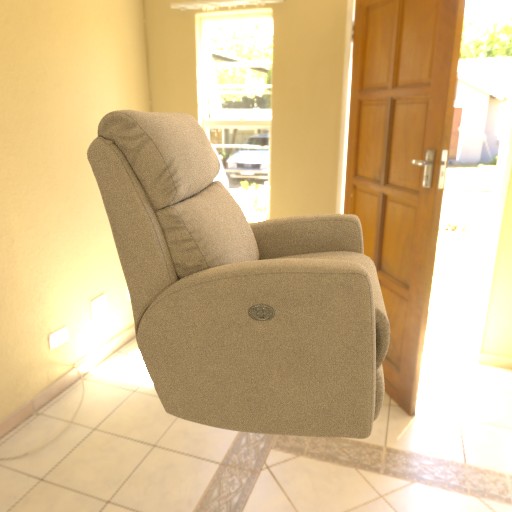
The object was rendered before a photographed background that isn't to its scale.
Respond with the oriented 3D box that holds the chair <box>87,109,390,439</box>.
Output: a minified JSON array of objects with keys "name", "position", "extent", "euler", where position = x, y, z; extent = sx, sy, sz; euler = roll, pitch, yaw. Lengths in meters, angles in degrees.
[{"name":"chair","position":[0.000,0.000,1.639],"extent":[0.940,1.021,0.794],"euler":[3,18,10]}]
